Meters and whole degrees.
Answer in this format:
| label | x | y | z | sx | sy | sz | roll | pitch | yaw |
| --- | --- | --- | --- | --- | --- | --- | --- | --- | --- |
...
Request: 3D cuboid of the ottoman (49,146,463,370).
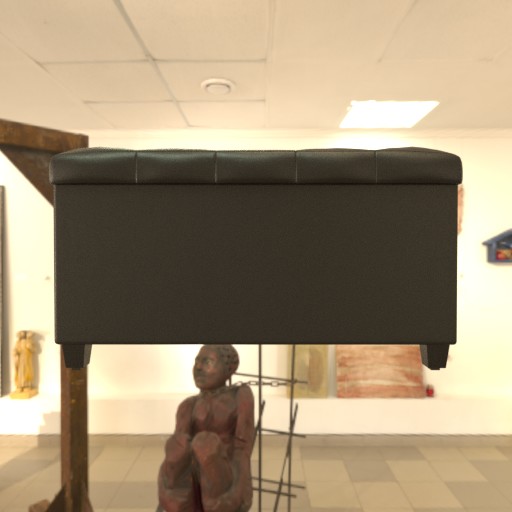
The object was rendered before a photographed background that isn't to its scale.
| label | x | y | z | sx | sy | sz | roll | pitch | yaw |
| --- | --- | --- | --- | --- | --- | --- | --- | --- | --- |
| ottoman | 0.000 | 0.000 | 1.093 | 0.838 | 0.470 | 0.432 | 0 | 1 | 0 |
